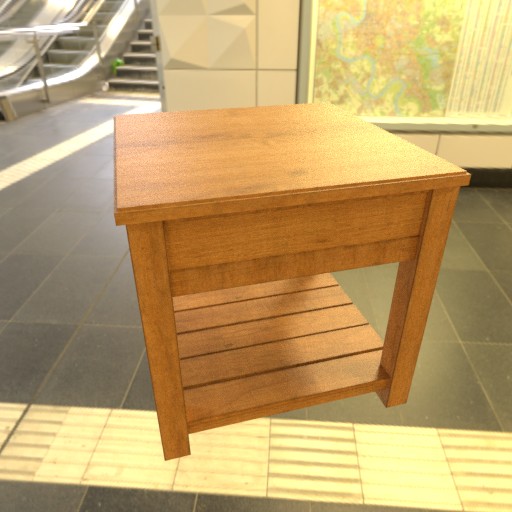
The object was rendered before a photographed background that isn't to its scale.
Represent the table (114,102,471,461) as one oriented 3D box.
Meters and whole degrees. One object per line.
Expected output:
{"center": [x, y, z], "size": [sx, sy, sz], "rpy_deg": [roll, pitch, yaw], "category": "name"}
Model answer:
{"center": [0.000, 0.000, 1.109], "size": [0.612, 0.593, 0.616], "rpy_deg": [-8, 31, -13], "category": "table"}
